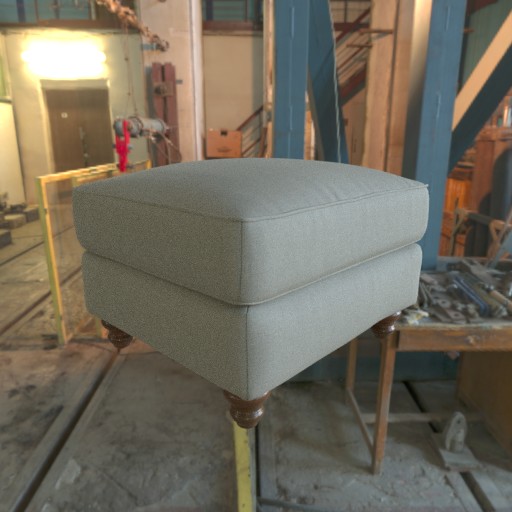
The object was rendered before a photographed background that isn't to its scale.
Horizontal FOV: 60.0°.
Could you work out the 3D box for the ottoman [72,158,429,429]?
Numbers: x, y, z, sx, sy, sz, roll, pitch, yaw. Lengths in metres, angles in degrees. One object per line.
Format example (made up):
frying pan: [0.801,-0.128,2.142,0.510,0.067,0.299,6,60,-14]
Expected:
ottoman: [0.000,0.000,1.181,0.662,0.505,0.716,15,21,42]
